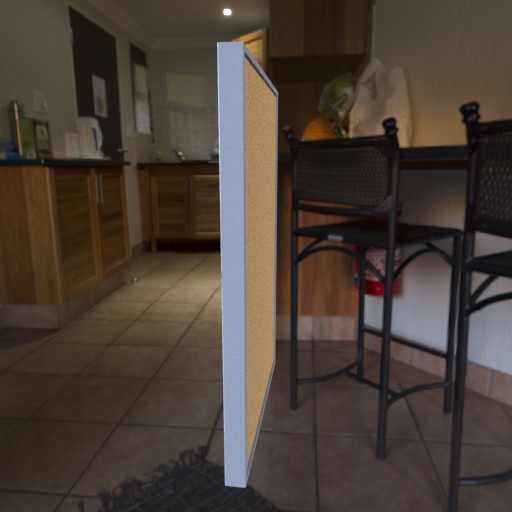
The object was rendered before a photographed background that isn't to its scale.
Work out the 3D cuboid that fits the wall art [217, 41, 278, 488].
[{"bbox_3d":[0.000,0.000,0.976,0.039,0.753,0.511,2,13,8],"label":"wall art"}]
